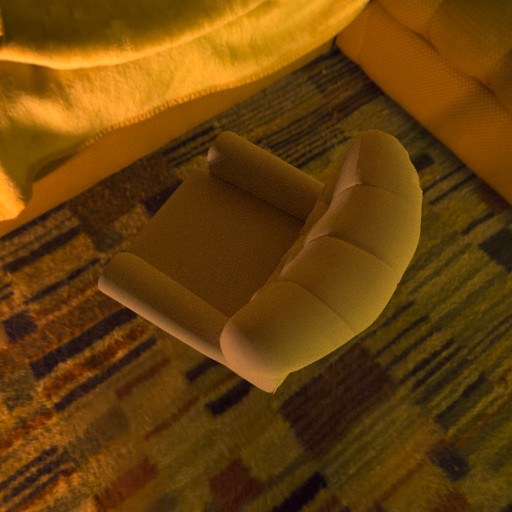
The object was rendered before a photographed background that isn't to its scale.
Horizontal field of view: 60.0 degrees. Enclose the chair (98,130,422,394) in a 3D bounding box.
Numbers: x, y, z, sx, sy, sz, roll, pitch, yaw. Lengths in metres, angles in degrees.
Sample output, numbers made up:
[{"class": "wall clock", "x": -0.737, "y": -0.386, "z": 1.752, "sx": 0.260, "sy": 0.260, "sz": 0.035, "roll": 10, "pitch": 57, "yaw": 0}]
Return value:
[{"class": "chair", "x": 0.000, "y": 0.000, "z": 2.017, "sx": 1.132, "sy": 1.169, "sz": 1.035, "roll": 30, "pitch": 69, "yaw": 13}]
